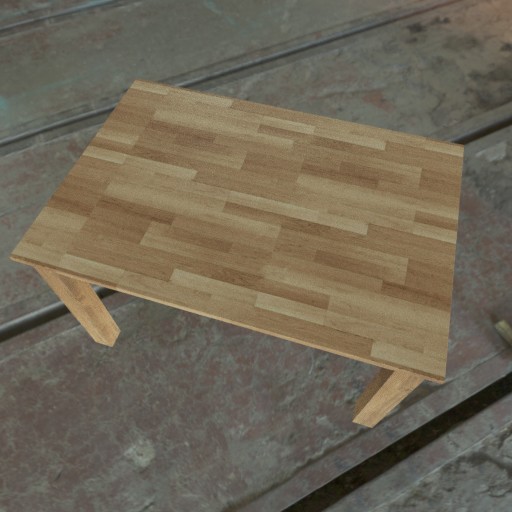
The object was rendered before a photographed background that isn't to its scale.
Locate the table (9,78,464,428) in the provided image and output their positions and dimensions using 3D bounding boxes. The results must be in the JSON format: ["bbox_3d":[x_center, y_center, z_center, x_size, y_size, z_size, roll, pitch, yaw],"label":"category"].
[{"bbox_3d":[0.000,0.000,1.796,1.300,0.750,0.900,15,59,9],"label":"table"}]
